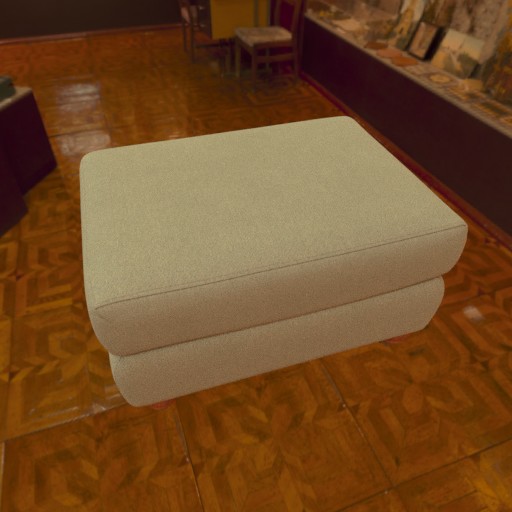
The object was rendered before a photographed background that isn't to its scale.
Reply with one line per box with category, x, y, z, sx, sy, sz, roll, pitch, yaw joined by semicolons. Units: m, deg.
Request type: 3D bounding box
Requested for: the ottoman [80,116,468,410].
ottoman;0.000;0.000;1.133;0.773;0.499;0.569;-12;43;-13
